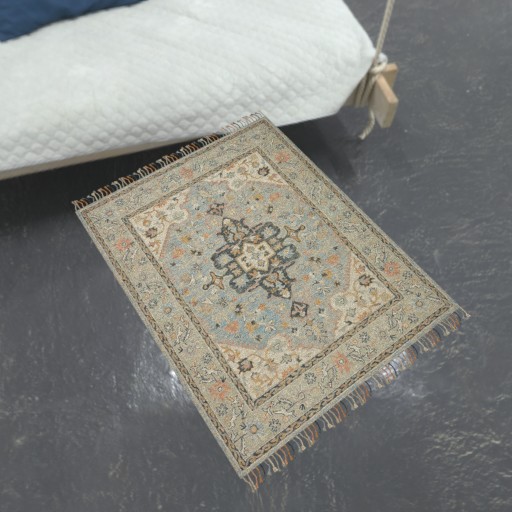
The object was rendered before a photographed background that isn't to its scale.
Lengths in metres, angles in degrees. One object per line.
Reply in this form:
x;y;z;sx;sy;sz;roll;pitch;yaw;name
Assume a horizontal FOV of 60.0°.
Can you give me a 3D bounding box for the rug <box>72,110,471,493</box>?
0.000;0.000;4.208;2.379;0.011;3.221;-32;65;-17;rug
